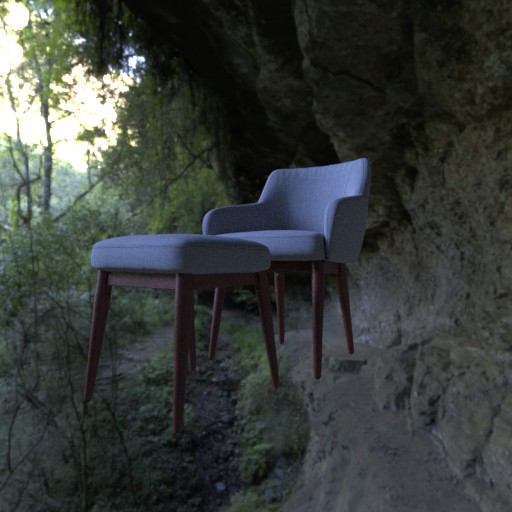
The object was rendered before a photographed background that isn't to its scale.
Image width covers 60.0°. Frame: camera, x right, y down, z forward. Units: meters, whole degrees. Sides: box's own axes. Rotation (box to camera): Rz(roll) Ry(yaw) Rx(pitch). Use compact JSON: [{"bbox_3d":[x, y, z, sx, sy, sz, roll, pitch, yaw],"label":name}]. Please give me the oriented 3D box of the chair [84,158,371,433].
[{"bbox_3d":[0.000,0.000,1.550,0.584,0.799,1.107,0,0,36],"label":"chair"}]
